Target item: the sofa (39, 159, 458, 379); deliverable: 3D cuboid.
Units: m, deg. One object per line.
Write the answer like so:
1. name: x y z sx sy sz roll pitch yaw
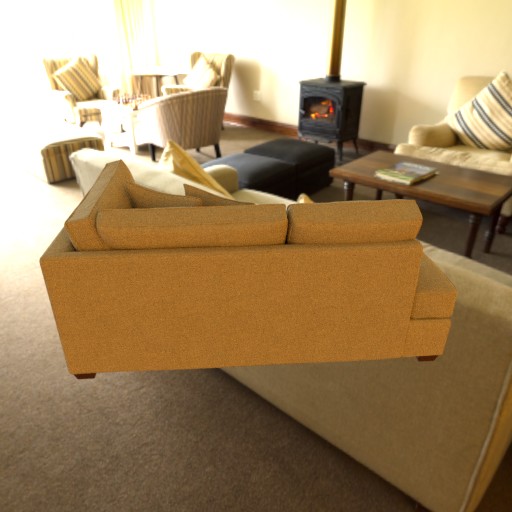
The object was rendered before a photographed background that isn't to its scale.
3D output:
1. sofa: 0.000 0.000 2.870 2.238 1.019 1.110 -2 29 -4
